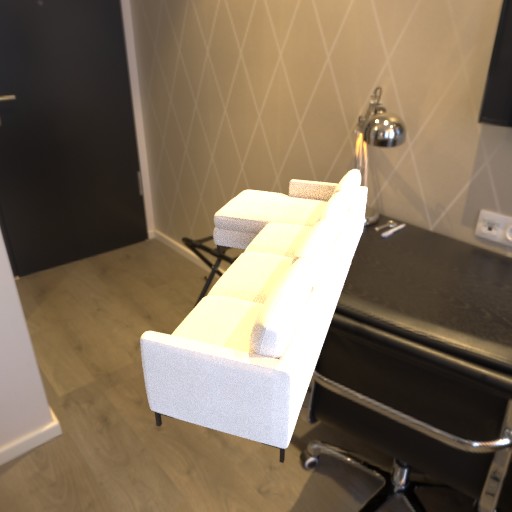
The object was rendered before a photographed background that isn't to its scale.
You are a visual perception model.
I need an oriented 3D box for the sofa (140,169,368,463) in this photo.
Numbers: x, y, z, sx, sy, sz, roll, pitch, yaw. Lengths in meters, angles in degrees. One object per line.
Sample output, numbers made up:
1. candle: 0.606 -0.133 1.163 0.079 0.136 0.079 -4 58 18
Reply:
1. sofa: 0.000 0.000 3.765 1.467 0.875 3.186 9 28 17
